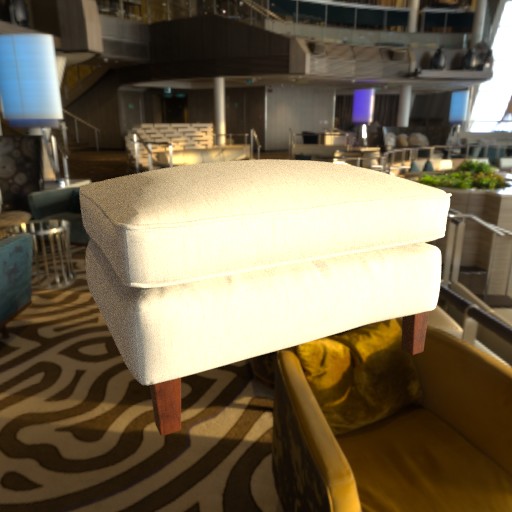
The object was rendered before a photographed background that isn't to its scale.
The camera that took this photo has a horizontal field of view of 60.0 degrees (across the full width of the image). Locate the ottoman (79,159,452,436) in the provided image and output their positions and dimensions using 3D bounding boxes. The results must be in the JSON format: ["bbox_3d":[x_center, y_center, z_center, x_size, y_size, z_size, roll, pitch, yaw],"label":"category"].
[{"bbox_3d":[0.000,0.000,0.966,0.665,0.406,0.501,-9,19,-27],"label":"ottoman"}]
